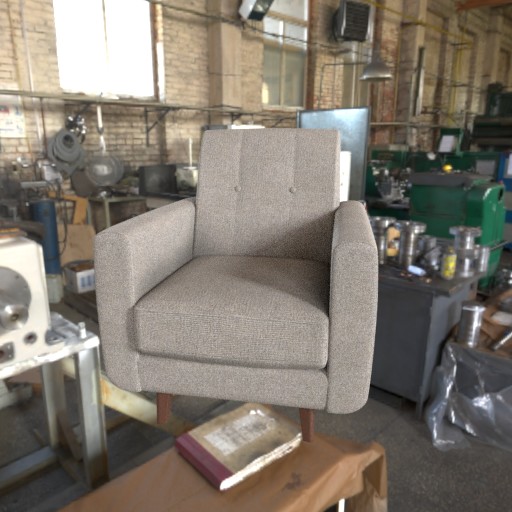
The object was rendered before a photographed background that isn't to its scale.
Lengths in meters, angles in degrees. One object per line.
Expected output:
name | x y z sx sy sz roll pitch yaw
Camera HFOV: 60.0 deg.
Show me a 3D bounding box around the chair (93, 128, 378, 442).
chair | 0.000 0.000 1.702 0.845 0.968 0.942 3 14 10
